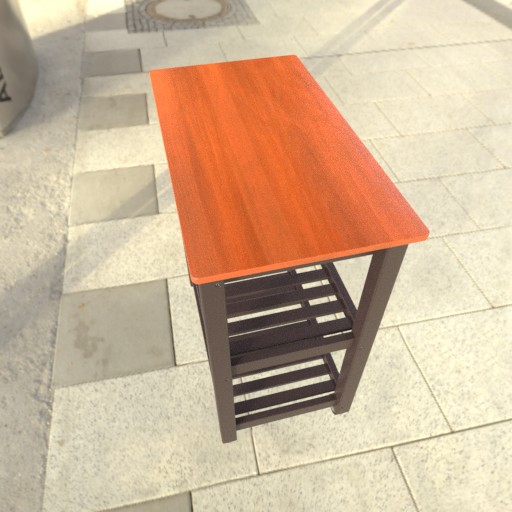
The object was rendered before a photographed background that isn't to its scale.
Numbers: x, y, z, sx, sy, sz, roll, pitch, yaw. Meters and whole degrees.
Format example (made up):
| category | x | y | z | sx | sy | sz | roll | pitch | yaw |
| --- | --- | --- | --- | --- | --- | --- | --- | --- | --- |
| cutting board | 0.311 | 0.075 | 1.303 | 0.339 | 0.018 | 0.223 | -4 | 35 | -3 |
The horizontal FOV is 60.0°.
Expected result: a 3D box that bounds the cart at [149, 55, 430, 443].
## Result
| category | x | y | z | sx | sy | sz | roll | pitch | yaw |
| --- | --- | --- | --- | --- | --- | --- | --- | --- | --- |
| cart | 0.000 | 0.000 | 1.431 | 0.457 | 0.927 | 0.899 | -11 | 48 | -10 |
